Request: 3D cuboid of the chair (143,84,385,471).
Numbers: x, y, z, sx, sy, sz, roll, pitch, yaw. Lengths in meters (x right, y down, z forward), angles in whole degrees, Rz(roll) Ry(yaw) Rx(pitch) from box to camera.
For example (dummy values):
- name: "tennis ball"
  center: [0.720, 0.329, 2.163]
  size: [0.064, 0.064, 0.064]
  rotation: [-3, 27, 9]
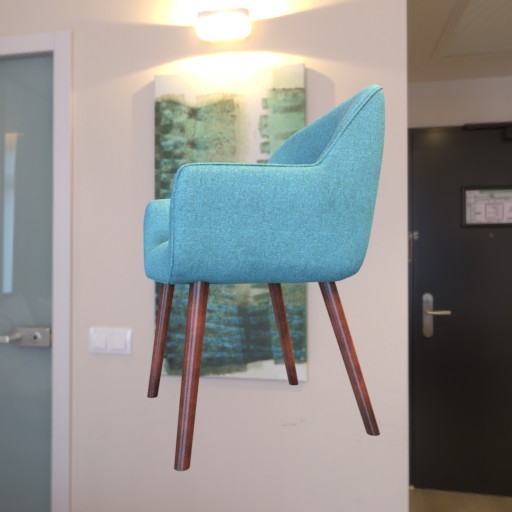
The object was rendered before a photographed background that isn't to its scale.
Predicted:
- name: "chair"
  center: [0.000, 0.000, 1.137]
  size: [0.519, 0.803, 0.543]
  rotation: [0, -1, -20]
